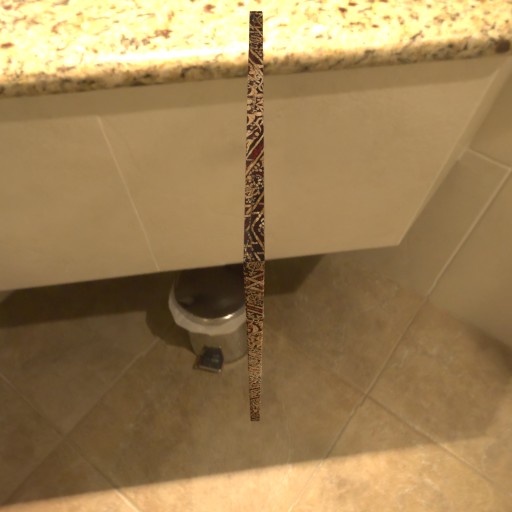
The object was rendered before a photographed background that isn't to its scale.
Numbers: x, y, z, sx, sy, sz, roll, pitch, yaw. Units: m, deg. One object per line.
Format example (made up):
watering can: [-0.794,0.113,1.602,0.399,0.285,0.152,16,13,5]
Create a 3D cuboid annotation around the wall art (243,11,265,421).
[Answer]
wall art: [0.000,0.000,0.739,0.020,0.599,0.397,0,57,0]
